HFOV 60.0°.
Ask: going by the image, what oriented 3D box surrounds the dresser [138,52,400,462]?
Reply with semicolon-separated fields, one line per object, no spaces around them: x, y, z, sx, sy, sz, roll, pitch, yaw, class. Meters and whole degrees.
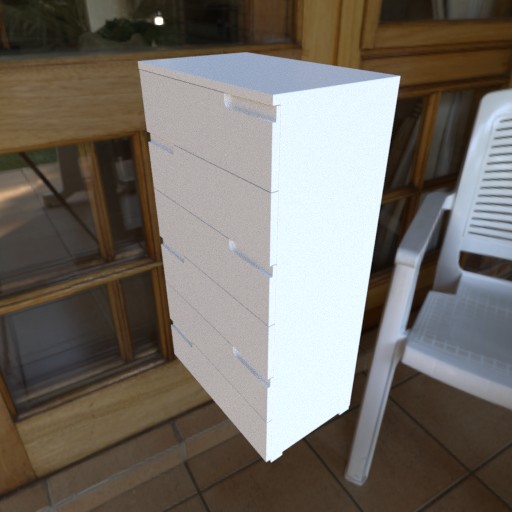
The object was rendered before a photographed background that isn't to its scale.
0.000;0.000;1.510;0.400;1.190;0.650;-21;36;-31;dresser
